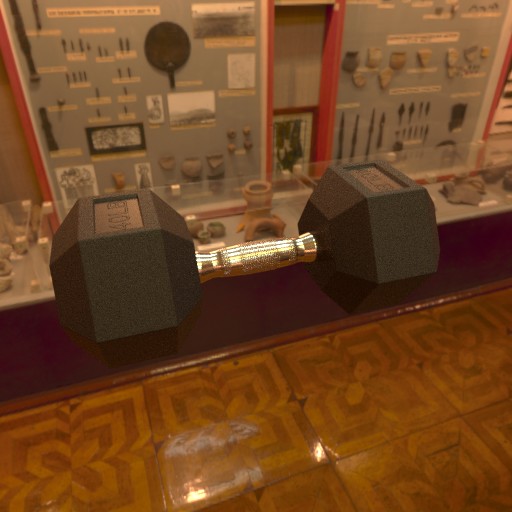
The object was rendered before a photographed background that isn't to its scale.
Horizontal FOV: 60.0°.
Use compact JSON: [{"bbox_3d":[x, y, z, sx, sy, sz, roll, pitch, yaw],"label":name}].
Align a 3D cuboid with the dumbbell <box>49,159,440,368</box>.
[{"bbox_3d":[0.000,0.000,0.440,0.361,0.137,0.157,-10,34,-15],"label":"dumbbell"}]
